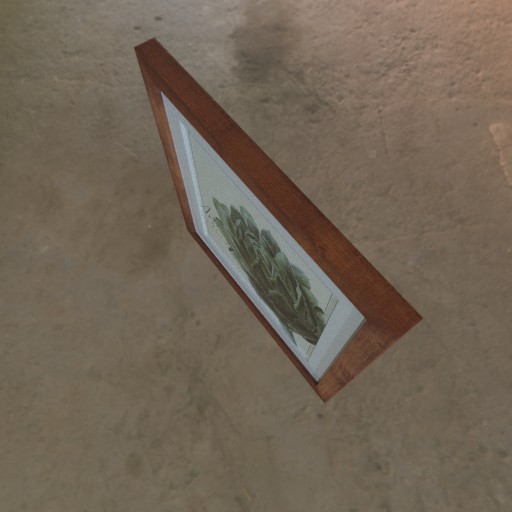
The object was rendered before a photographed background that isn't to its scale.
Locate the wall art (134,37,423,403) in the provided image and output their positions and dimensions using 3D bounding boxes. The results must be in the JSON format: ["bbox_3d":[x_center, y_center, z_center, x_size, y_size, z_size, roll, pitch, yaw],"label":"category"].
[{"bbox_3d":[0.000,0.000,0.830,0.037,0.572,0.554,-34,69,-15],"label":"wall art"}]
